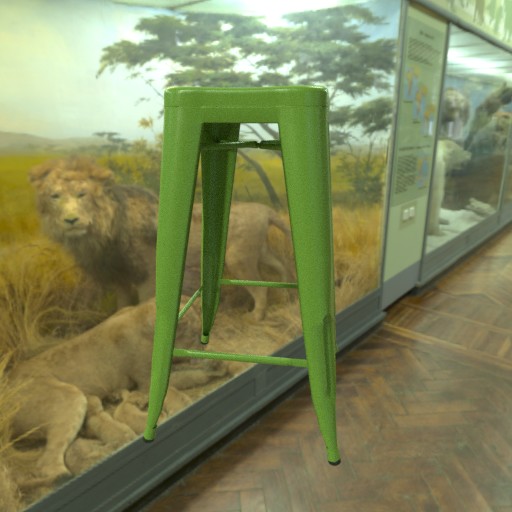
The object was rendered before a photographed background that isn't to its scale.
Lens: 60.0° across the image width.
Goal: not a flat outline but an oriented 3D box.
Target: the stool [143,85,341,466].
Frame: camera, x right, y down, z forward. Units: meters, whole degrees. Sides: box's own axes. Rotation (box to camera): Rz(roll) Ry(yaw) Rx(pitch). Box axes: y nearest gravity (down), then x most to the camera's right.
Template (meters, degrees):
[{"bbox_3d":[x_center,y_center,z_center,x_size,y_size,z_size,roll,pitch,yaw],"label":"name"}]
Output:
[{"bbox_3d":[0.000,0.000,0.872,0.358,0.609,0.398,3,17,9],"label":"stool"}]
